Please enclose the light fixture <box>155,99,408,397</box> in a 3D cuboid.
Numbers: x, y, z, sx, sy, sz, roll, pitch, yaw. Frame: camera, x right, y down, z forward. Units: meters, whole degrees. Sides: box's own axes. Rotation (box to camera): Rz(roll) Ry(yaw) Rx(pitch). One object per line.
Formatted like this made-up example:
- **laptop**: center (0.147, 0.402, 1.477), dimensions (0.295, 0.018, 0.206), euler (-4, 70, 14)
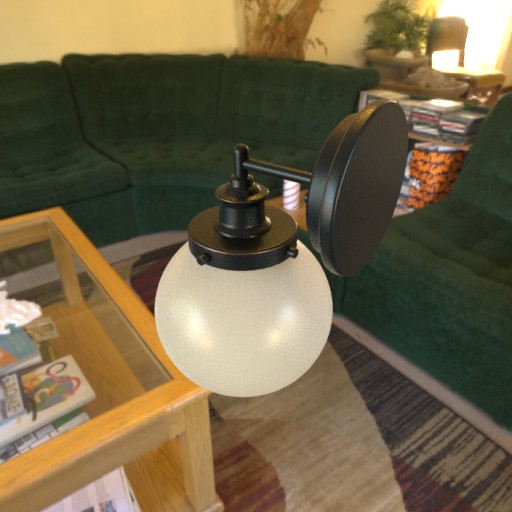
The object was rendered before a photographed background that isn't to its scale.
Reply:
- **light fixture**: center (0.000, 0.000, 0.455), dimensions (0.230, 0.332, 0.197), euler (21, 36, 31)
